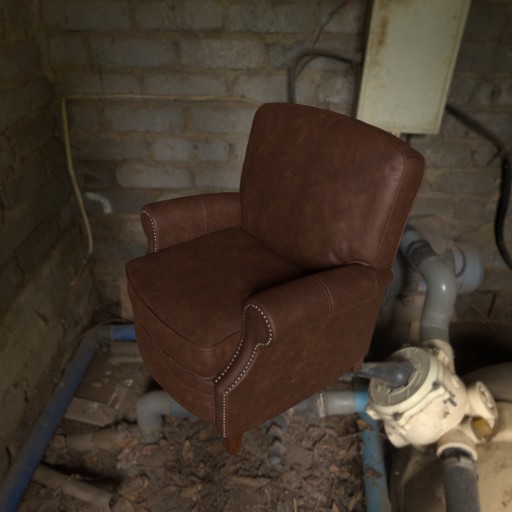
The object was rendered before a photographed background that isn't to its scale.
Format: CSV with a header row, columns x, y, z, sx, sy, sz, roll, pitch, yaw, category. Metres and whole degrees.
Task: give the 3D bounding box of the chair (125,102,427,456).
x,y,z,sx,sy,sz,roll,pitch,yaw,category
0.000,0.000,1.736,0.986,1.018,0.936,-21,38,-30,chair
